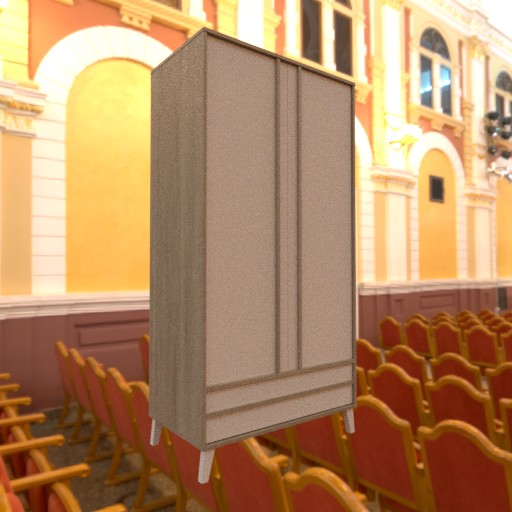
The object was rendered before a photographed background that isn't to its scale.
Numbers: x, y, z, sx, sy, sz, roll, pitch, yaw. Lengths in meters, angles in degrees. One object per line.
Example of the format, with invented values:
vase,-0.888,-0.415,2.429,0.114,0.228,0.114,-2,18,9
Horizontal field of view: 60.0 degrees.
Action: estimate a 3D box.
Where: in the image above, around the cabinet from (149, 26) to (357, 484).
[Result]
cabinet,0.000,0.000,2.459,1.006,1.999,0.571,1,-2,-37
